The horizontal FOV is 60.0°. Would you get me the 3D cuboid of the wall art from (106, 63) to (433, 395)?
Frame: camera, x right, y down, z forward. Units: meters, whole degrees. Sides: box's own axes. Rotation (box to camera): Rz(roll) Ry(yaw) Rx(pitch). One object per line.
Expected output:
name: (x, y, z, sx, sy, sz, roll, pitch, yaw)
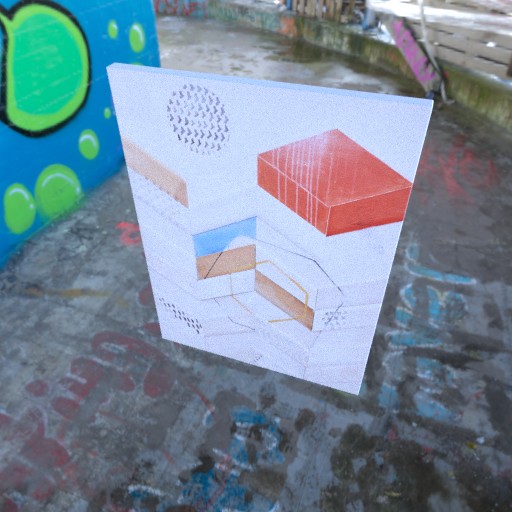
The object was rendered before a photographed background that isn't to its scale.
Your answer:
wall art: (0.000, 0.000, 1.585, 0.914, 1.221, 0.046, 13, 41, 15)
